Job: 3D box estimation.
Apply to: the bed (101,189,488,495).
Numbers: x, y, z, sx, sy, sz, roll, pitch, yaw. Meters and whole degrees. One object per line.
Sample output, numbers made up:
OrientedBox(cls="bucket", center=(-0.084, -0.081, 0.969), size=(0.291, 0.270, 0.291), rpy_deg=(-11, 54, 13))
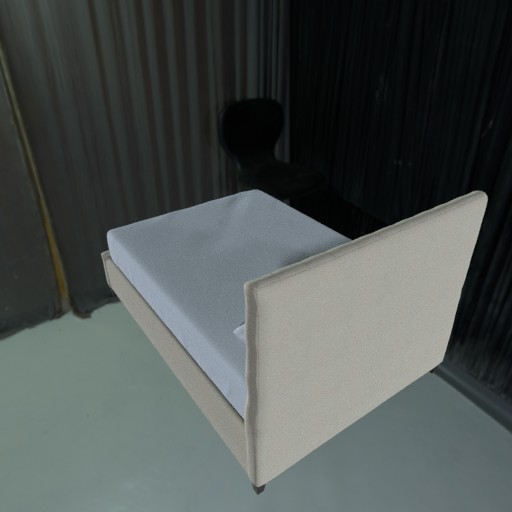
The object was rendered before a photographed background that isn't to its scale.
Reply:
OrientedBox(cls="bed", center=(0.000, 0.000, 3.344), size=(1.698, 1.427, 2.387), rpy_deg=(-20, 37, -30))
